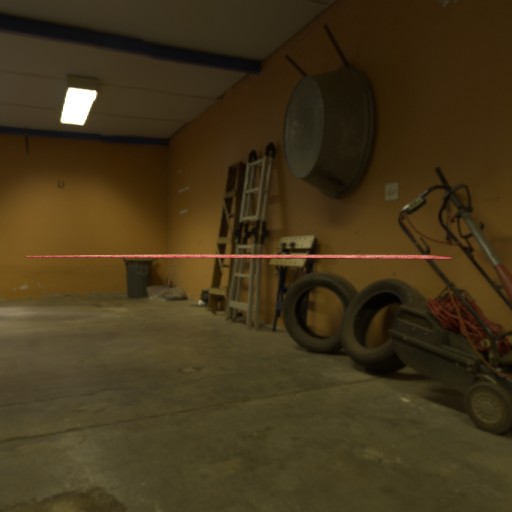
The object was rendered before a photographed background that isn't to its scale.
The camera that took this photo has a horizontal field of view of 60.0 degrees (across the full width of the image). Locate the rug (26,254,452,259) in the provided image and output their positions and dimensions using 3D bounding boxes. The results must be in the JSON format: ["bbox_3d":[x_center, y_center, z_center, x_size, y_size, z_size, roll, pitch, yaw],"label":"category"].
[{"bbox_3d":[0.000,0.000,2.876,2.184,0.007,1.579,0,1,18],"label":"rug"}]
